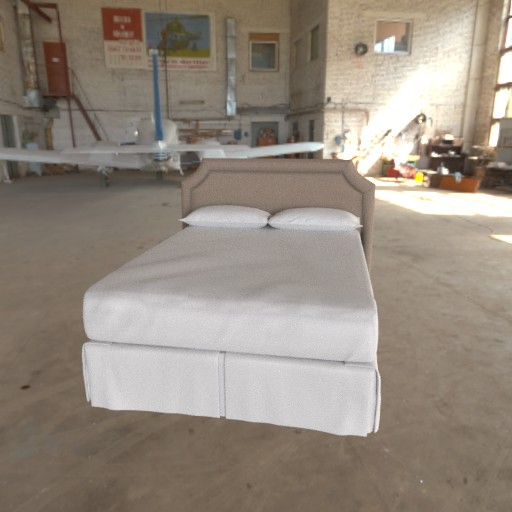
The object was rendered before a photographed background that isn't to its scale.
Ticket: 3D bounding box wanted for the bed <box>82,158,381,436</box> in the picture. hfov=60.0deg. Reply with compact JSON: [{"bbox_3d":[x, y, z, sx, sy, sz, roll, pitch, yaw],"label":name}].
[{"bbox_3d":[0.000,0.000,3.252,1.828,1.303,2.164,3,15,10],"label":"bed"}]
